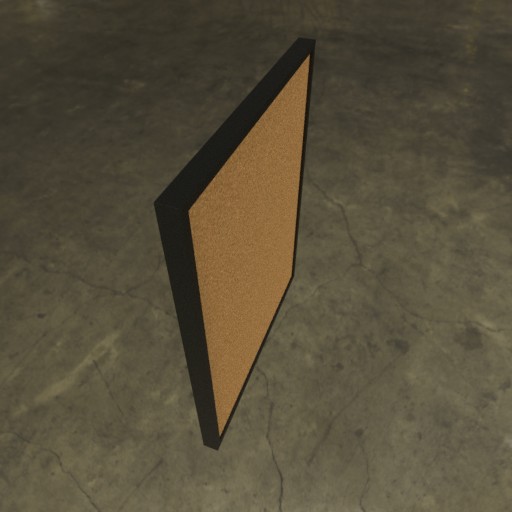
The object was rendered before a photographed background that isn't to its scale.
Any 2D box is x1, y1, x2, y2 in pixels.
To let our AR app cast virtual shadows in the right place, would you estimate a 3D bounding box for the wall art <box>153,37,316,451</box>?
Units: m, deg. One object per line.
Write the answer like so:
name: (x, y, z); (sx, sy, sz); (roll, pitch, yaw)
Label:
wall art: (0.000, 0.000, 0.757); (0.029, 0.559, 0.457); (15, 47, 15)
